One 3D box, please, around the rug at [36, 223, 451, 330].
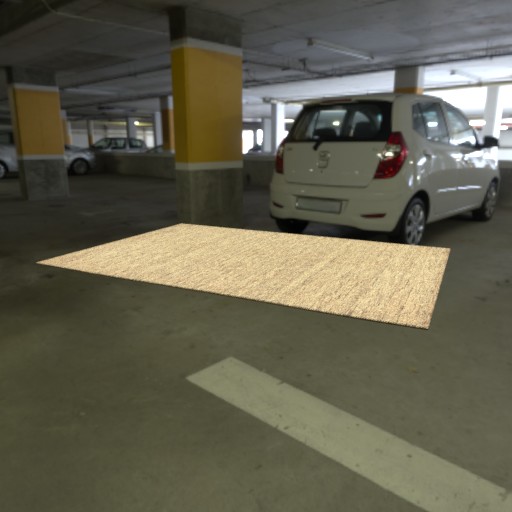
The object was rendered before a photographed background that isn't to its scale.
[{"bbox_3d":[0.000,0.000,2.921,2.283,0.013,1.547,7,16,25],"label":"rug"}]
